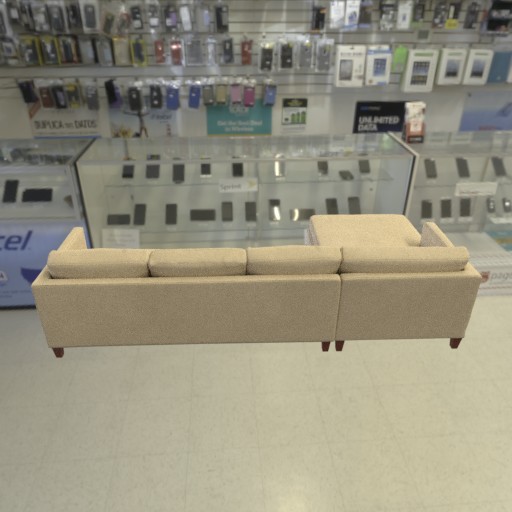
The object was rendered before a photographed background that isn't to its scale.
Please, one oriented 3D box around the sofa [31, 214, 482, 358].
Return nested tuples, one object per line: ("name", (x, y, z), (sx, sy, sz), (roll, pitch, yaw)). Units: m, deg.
("sofa", (0.000, 0.000, 3.915), (3.186, 0.846, 1.625), (-1, 30, -2))
